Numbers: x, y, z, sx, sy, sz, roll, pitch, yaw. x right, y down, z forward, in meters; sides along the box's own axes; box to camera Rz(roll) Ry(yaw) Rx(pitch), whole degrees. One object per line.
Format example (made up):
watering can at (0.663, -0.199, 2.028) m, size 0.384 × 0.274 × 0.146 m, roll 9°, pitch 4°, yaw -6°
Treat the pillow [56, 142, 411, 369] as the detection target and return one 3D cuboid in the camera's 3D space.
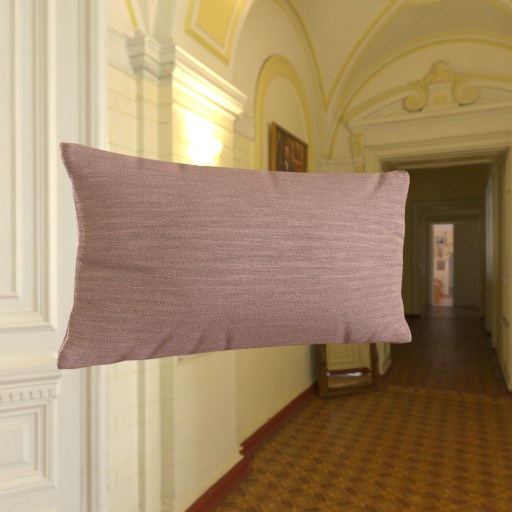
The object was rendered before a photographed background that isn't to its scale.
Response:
pillow at (0.000, 0.000, 0.771) m, size 0.633 × 0.338 × 0.210 m, roll 0°, pitch 0°, yaw -20°
